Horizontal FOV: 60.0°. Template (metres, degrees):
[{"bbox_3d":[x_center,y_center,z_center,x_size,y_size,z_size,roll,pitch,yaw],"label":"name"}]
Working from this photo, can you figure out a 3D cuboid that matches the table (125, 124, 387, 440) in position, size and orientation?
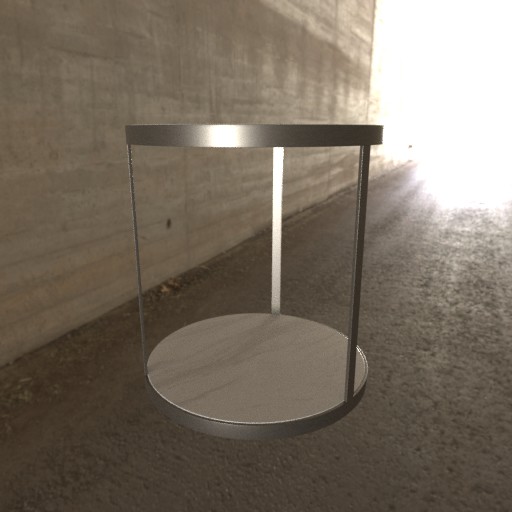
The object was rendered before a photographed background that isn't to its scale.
[{"bbox_3d":[0.000,0.000,0.847,0.445,0.479,0.445,0,16,0],"label":"table"}]
